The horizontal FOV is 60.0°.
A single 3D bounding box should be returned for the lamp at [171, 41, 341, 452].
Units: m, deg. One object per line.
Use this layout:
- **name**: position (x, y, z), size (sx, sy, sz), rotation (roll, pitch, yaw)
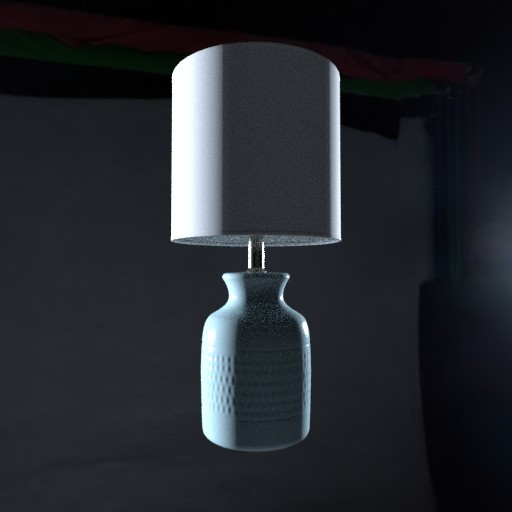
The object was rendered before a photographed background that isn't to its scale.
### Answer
- **lamp**: position (0.000, 0.000, 1.107), size (0.418, 0.871, 0.418), rotation (1, -2, -17)
